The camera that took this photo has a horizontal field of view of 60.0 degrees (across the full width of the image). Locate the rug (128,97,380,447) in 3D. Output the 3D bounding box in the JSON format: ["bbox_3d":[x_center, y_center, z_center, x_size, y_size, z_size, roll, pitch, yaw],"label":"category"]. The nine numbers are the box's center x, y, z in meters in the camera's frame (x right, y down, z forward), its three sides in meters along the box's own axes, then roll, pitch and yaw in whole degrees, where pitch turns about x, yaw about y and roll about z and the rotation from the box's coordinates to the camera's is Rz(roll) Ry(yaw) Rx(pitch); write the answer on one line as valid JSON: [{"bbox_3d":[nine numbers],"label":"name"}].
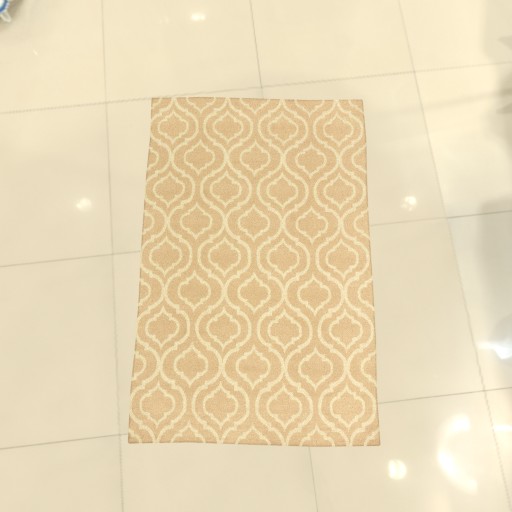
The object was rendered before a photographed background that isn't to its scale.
[{"bbox_3d":[0.000,0.000,2.198,1.152,0.013,1.761,0,77,0],"label":"rug"}]
